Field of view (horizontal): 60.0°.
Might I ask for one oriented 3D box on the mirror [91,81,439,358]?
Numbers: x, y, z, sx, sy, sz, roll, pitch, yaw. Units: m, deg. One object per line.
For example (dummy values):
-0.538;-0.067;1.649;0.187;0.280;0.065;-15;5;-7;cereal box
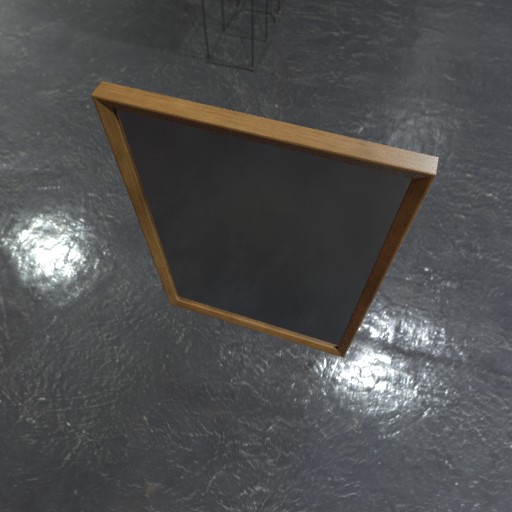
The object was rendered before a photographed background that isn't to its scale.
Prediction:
0.000;0.000;0.930;0.508;0.711;0.039;16;59;10;mirror
